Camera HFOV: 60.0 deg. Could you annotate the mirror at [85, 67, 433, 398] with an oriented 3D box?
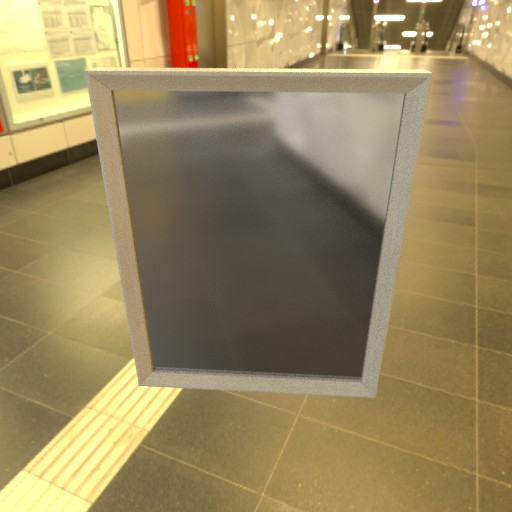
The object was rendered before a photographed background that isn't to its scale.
[{"bbox_3d":[0.000,0.000,0.654,0.406,0.509,0.041,2,29,3],"label":"mirror"}]
